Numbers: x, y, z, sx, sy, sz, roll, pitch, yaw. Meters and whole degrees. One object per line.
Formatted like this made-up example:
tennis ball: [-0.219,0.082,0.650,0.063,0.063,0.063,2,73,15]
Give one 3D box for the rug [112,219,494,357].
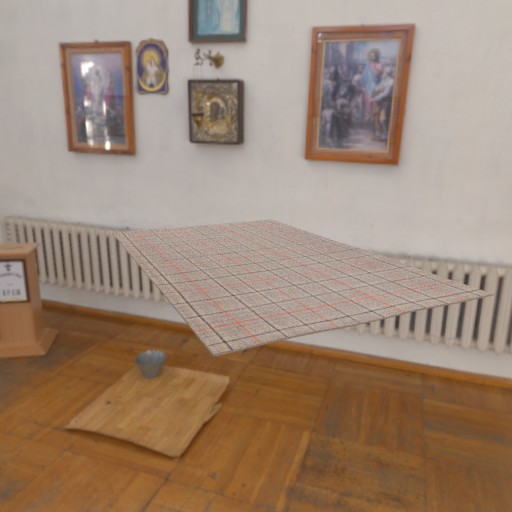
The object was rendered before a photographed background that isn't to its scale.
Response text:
rug: [0.000,0.000,3.007,1.524,0.015,2.439,-7,16,-25]
